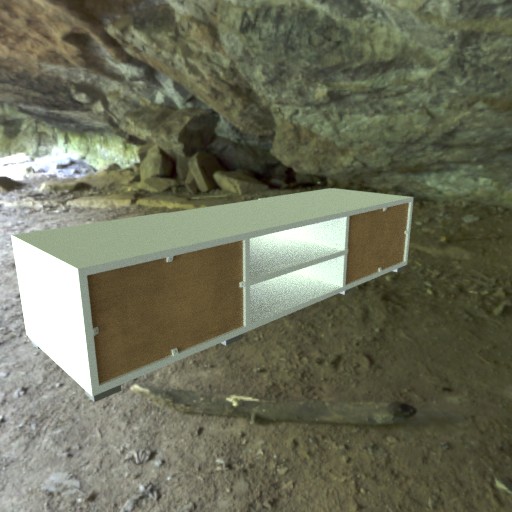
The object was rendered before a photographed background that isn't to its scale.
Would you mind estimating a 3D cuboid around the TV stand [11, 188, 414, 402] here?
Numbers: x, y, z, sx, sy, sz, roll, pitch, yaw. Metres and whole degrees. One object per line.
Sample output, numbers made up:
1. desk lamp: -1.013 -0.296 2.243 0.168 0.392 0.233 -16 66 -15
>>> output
1. TV stand: 0.000 0.000 1.537 1.400 0.310 0.420 -15 22 -42
